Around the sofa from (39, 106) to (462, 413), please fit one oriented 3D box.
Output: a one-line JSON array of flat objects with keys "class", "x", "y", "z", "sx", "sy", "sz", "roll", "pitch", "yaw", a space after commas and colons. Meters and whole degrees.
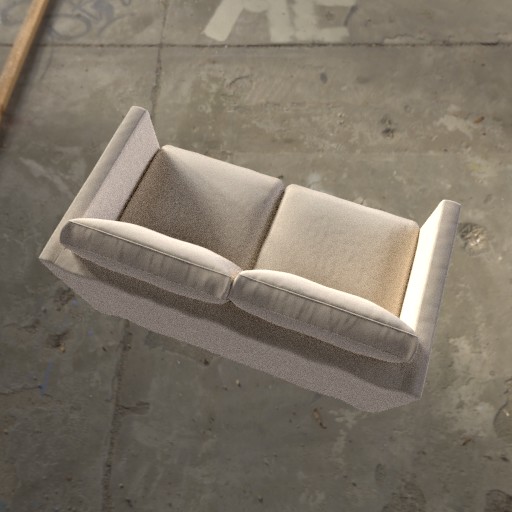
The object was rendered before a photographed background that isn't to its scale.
[{"class": "sofa", "x": 0.000, "y": 0.000, "z": 2.271, "sx": 1.746, "sy": 0.834, "sz": 0.962, "roll": 19, "pitch": 68, "yaw": 8}]
